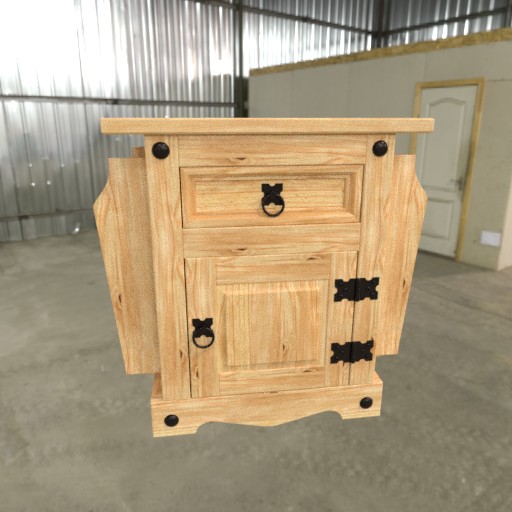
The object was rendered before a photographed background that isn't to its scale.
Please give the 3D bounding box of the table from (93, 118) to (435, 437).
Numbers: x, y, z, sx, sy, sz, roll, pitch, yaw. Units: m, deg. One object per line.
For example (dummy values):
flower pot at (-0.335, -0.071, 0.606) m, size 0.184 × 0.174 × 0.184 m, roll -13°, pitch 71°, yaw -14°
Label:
table at (0.000, 0.000, 0.868) m, size 0.530 × 0.515 × 0.380 m, roll -2°, pitch 17°, yaw -8°
